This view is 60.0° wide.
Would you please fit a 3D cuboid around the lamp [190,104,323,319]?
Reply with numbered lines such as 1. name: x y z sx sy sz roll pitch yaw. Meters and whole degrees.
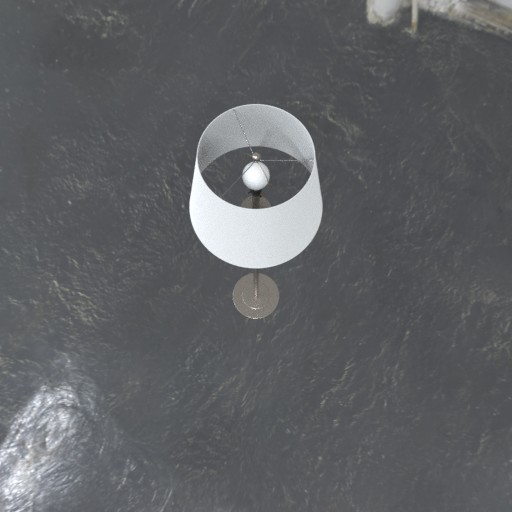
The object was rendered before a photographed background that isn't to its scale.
1. lamp: 0.000 0.000 1.642 0.355 1.473 0.355 0 73 0
